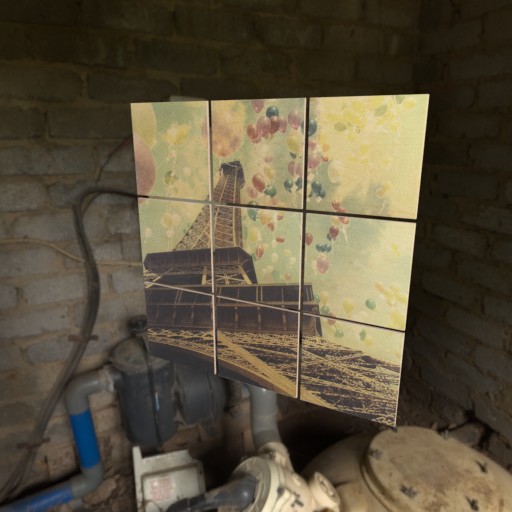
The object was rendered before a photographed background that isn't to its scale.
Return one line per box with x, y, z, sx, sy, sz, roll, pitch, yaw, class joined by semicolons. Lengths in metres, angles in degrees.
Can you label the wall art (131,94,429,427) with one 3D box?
0.000;0.000;1.827;1.219;1.218;0.013;8;18;26;wall art
